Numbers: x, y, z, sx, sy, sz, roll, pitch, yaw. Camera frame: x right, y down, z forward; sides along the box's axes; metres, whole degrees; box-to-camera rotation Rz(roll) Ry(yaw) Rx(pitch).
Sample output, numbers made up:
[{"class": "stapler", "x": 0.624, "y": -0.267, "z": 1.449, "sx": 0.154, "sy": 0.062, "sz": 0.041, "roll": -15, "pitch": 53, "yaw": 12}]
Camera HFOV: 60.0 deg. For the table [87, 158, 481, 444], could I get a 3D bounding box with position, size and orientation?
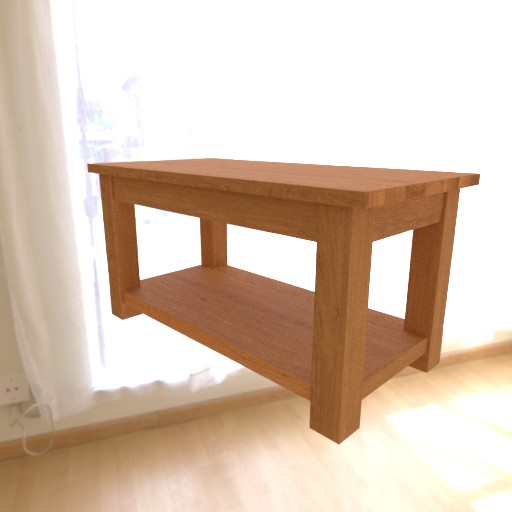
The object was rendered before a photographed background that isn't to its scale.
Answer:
[{"class": "table", "x": 0.000, "y": 0.000, "z": 1.154, "sx": 0.450, "sy": 0.452, "sz": 0.899, "roll": -15, "pitch": 21, "yaw": -43}]
